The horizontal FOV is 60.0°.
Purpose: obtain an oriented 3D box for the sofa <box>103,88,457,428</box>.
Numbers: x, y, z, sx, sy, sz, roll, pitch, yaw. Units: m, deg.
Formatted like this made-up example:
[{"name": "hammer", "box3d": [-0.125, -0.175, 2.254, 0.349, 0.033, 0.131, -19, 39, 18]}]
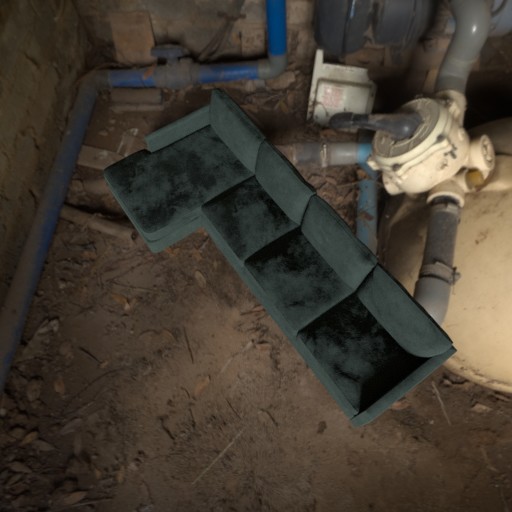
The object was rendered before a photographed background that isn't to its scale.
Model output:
[{"name": "sofa", "box3d": [0.000, 0.000, 4.119, 1.500, 0.967, 3.400, -32, 68, -15]}]
